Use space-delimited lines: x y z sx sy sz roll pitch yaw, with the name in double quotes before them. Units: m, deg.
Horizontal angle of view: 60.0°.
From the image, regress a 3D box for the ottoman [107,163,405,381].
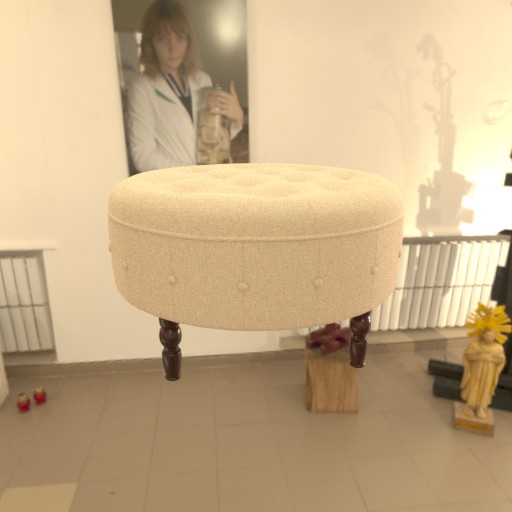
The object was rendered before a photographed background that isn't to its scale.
"ottoman" 0.000 0.000 1.373 0.848 0.494 0.848 0 18 0
